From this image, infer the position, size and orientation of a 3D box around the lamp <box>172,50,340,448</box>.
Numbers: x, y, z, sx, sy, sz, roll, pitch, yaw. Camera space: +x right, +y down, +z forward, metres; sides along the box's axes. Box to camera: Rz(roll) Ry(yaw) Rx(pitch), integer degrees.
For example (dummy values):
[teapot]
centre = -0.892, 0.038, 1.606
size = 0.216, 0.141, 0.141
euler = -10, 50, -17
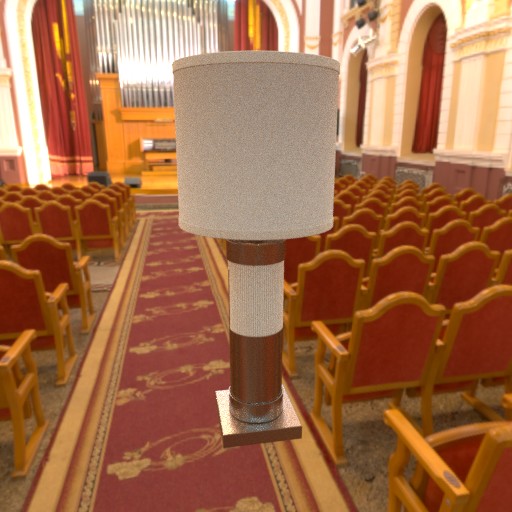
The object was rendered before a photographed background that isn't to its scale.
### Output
[lamp]
centre = 0.000, 0.000, 0.601
size = 0.202, 0.509, 0.202
euler = -3, 15, -10
